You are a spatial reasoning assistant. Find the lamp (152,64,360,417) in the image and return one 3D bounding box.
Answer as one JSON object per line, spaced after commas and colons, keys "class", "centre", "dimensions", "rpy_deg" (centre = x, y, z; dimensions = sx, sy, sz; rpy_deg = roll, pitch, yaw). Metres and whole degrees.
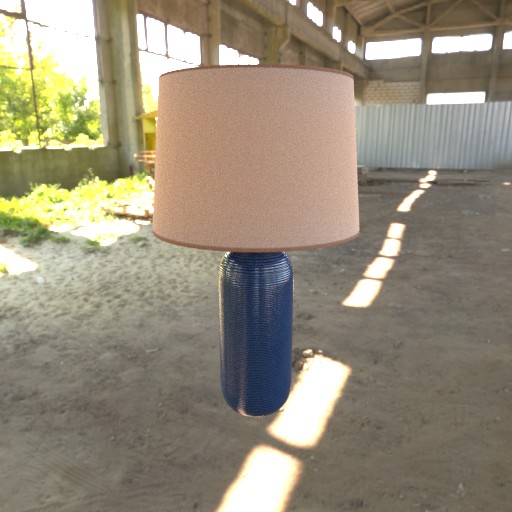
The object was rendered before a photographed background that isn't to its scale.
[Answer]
{"class": "lamp", "centre": [0.000, 0.000, 0.818], "dimensions": [0.367, 0.609, 0.367], "rpy_deg": [0, 15, 0]}
